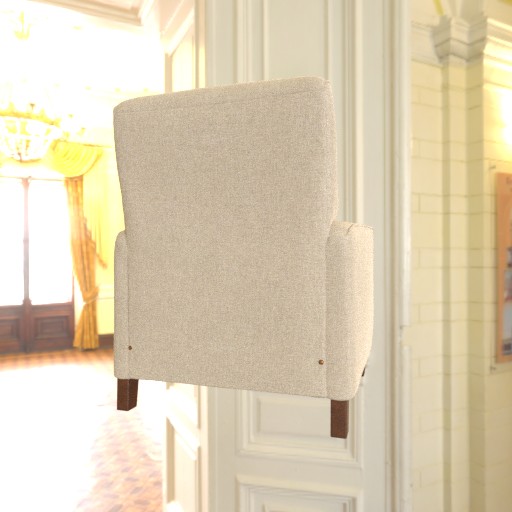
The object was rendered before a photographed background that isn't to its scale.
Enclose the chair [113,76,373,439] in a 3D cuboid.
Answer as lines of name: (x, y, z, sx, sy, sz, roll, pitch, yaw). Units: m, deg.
chair: (0.000, 0.000, 1.676, 0.845, 1.023, 0.859, 0, 0, 18)
